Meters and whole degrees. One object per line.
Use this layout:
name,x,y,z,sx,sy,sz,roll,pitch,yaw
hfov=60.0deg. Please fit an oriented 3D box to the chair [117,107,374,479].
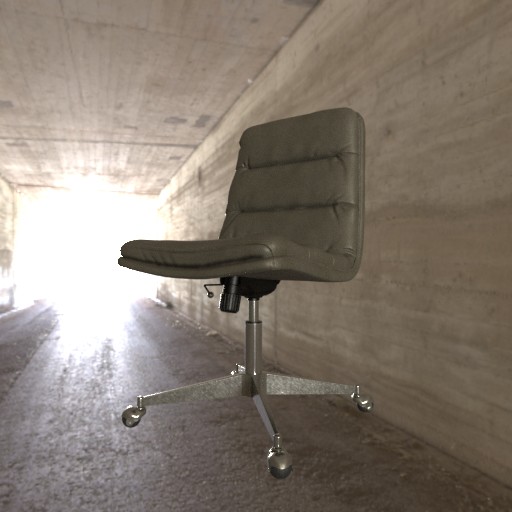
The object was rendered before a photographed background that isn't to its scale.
chair,0.000,0.000,1.009,0.422,0.738,0.485,0,0,35
